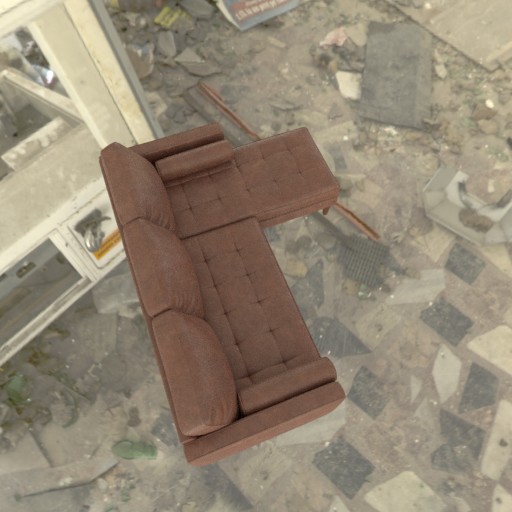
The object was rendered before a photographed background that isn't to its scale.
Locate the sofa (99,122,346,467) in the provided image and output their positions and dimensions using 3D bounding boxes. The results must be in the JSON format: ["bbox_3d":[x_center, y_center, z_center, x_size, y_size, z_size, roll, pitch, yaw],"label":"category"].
[{"bbox_3d":[0.000,0.000,3.014,1.613,0.841,2.185,-19,65,-9],"label":"sofa"}]
